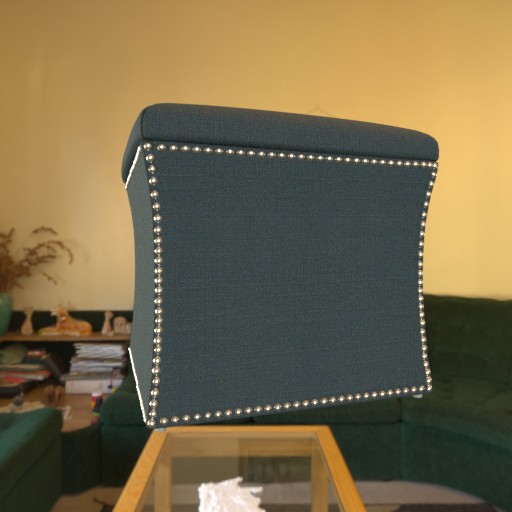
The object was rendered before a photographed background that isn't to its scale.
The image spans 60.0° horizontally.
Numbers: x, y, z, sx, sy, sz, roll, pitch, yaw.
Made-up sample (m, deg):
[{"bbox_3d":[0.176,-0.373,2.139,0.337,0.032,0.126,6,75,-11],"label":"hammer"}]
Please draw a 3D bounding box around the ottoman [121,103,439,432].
[{"bbox_3d":[0.000,0.000,0.888,0.507,0.475,0.497,-1,2,-19],"label":"ottoman"}]
